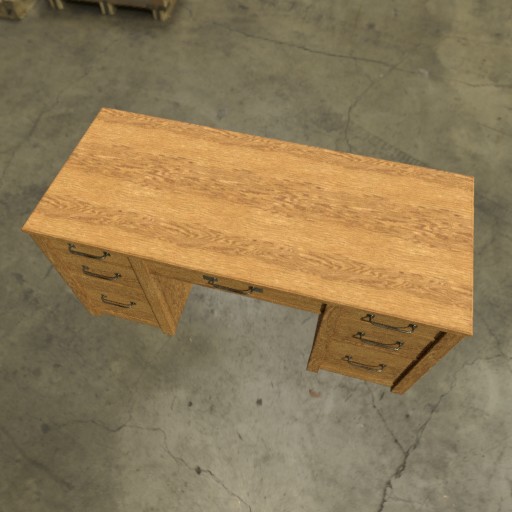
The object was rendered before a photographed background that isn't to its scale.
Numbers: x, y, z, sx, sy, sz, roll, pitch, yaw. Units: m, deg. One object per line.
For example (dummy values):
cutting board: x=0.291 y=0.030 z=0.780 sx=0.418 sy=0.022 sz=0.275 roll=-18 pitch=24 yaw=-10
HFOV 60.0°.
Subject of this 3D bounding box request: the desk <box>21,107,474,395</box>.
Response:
desk: x=0.000 y=0.000 z=1.966 sx=1.567 sy=0.751 sz=0.685 roll=13 pitch=59 yaw=8
